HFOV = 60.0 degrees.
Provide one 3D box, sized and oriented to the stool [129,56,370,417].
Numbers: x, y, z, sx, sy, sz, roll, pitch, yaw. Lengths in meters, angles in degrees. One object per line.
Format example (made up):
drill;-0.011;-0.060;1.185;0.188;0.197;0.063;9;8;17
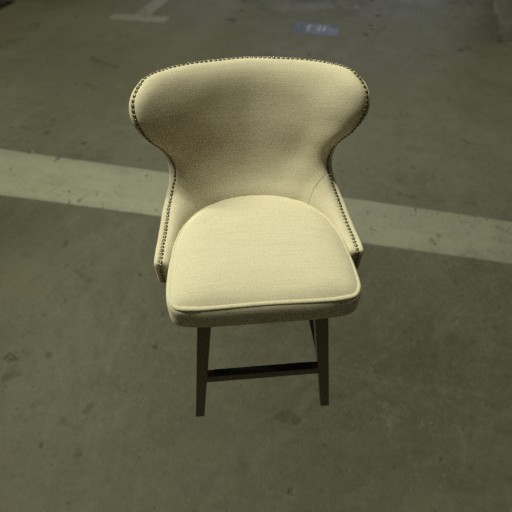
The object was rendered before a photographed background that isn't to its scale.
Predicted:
stool;0.000;0.000;1.341;0.615;0.972;0.597;-4;46;-4
